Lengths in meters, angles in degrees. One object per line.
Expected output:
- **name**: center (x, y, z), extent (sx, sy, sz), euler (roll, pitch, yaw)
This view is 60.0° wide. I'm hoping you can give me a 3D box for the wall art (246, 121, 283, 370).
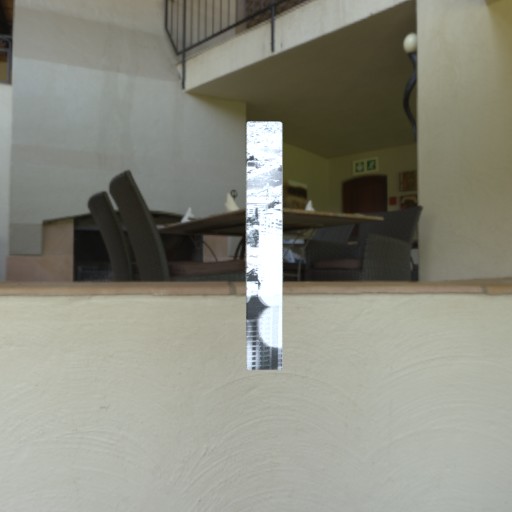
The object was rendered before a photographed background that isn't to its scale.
- **wall art**: center (0.000, 0.000, 0.836), extent (0.038, 0.255, 0.763), euler (0, -2, -1)
